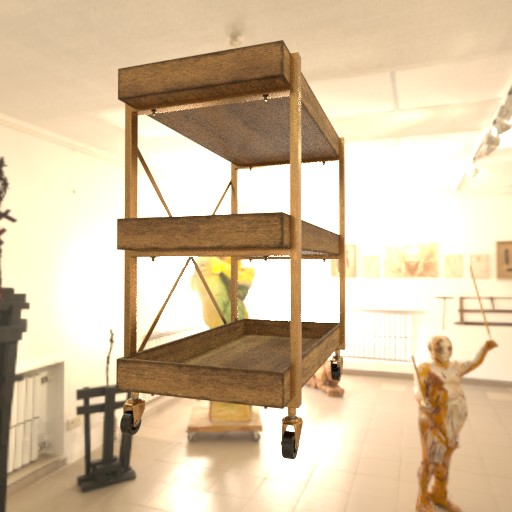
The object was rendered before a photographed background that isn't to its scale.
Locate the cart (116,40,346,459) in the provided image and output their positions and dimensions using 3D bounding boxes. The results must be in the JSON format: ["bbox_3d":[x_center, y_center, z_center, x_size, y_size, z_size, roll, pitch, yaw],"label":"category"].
[{"bbox_3d":[0.000,0.000,1.242,0.416,0.799,0.750,0,-1,19],"label":"cart"}]
